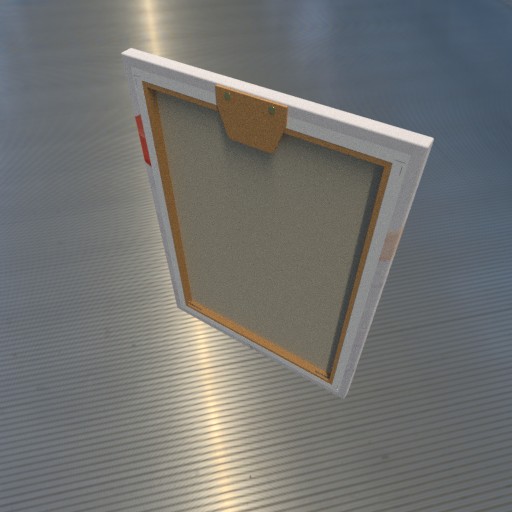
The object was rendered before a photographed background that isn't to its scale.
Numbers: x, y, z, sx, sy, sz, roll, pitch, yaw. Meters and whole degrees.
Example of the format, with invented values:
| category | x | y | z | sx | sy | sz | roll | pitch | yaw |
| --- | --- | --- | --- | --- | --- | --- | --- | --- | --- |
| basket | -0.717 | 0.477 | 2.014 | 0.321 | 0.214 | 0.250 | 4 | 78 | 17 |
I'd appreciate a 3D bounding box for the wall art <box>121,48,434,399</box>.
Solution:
| category | x | y | z | sx | sy | sz | roll | pitch | yaw |
| --- | --- | --- | --- | --- | --- | --- | --- | --- | --- |
| wall art | 0.000 | 0.000 | 1.079 | 0.613 | 0.848 | 0.036 | 25 | 52 | 21 |
